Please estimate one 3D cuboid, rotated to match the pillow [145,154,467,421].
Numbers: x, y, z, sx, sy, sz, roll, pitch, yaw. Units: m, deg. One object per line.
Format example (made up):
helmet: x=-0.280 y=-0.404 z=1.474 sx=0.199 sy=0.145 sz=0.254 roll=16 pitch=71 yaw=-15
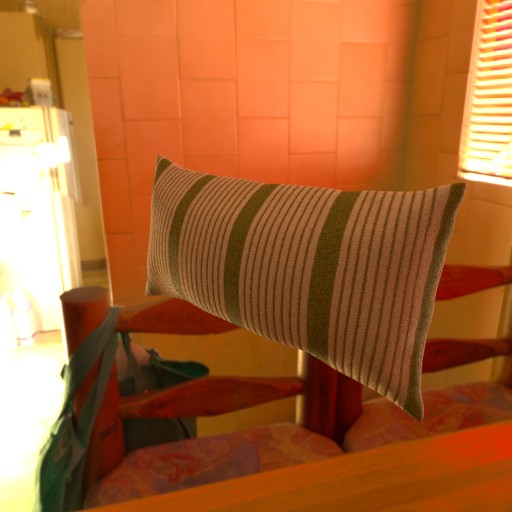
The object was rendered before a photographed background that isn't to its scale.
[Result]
pillow: x=0.000 y=0.000 z=0.719 sx=0.608 sy=0.292 sz=0.156 roll=15 pitch=23 yaw=41
